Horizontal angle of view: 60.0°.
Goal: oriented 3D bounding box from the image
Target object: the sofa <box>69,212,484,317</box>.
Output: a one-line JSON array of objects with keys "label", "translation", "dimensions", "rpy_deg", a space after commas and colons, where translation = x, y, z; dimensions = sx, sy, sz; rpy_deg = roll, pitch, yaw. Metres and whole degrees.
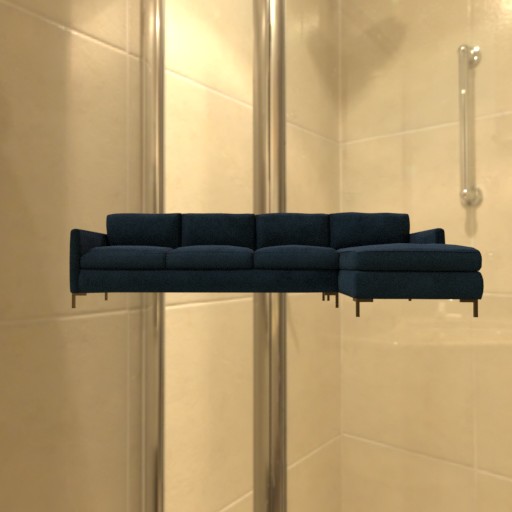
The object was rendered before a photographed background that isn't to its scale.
[{"label": "sofa", "translation": [0.000, 0.000, 3.495], "dimensions": [2.932, 0.810, 1.350], "rpy_deg": [0, -1, 1]}]
